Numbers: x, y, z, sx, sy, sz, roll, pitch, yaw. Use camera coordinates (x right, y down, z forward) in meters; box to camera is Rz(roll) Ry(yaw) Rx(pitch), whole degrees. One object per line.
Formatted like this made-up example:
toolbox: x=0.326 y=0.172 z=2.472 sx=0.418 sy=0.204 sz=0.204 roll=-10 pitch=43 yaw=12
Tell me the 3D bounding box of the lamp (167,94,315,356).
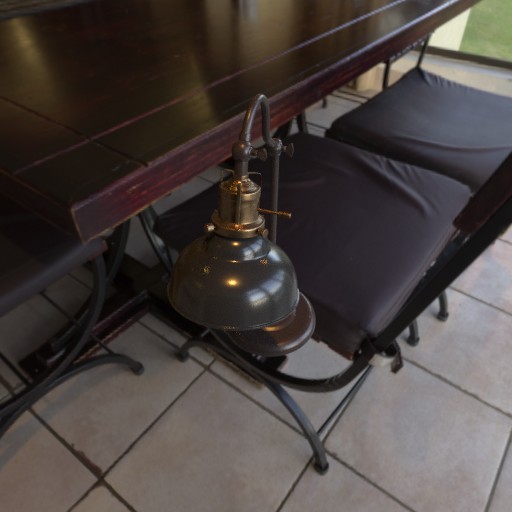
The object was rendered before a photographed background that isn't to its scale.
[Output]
lamp: x=0.000 y=0.000 z=0.699 sx=0.192 sy=0.508 sz=0.374 roll=12 pitch=43 yaw=13
